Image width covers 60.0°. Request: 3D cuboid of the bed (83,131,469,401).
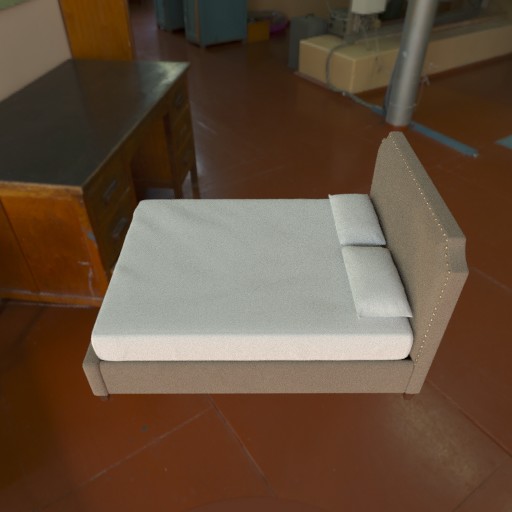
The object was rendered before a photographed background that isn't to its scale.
[{"bbox_3d":[0.000,0.000,3.435,2.329,1.415,1.703,0,40,0],"label":"bed"}]
